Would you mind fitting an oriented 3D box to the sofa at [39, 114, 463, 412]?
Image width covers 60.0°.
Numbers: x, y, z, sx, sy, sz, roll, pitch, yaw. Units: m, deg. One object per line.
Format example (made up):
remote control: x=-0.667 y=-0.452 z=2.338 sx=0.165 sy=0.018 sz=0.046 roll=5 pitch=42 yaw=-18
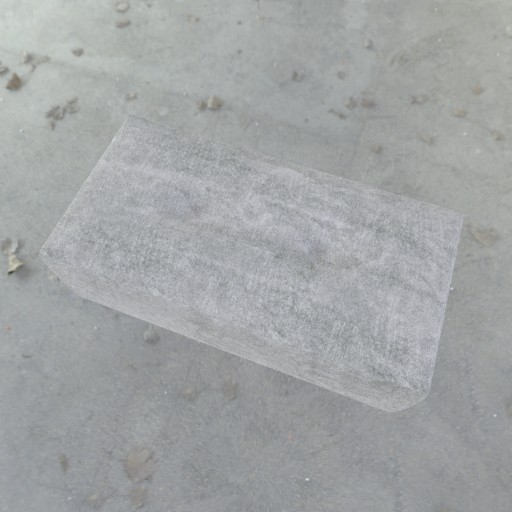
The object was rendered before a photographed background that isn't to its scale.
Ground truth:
sofa: x=0.000 y=0.000 z=1.160 sx=0.930 sy=0.330 sz=0.480 roll=19 pitch=66 yaw=9
